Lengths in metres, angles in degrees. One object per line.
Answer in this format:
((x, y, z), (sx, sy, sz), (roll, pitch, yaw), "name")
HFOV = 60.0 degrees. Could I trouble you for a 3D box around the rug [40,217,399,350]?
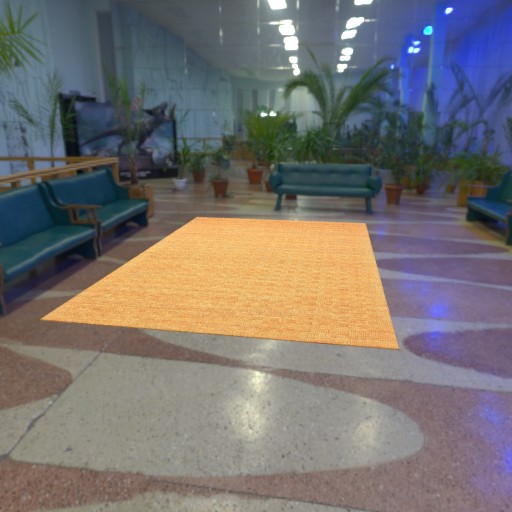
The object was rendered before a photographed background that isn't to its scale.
((0.000, 0.000, 2.905), (1.524, 0.006, 2.285), (3, 17, 10), "rug")
